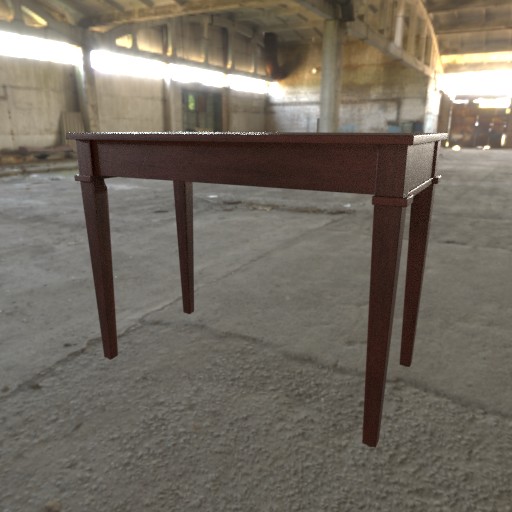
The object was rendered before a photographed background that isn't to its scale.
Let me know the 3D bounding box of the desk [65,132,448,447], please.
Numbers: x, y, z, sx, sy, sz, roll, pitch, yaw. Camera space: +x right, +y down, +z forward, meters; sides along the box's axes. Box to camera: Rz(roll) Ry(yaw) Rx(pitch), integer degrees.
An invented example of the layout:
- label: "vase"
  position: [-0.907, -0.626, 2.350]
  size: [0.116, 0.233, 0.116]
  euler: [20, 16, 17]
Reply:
- label: "desk"
  position: [0.000, 0.000, 1.426]
  size: [1.001, 0.762, 0.549]
  euler: [9, 18, 28]
